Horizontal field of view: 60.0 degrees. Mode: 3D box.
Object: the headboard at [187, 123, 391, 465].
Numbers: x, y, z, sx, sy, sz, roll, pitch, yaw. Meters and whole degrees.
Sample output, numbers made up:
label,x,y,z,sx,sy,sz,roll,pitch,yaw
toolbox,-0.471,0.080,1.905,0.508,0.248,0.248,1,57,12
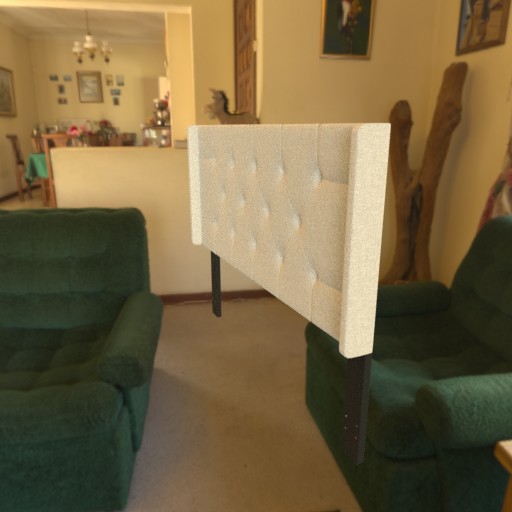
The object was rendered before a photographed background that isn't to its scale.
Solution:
label,x,y,z,sx,sy,sz,roll,pitch,yaw
headboard,0.000,0.000,2.677,0.184,1.524,2.051,-8,18,-24
